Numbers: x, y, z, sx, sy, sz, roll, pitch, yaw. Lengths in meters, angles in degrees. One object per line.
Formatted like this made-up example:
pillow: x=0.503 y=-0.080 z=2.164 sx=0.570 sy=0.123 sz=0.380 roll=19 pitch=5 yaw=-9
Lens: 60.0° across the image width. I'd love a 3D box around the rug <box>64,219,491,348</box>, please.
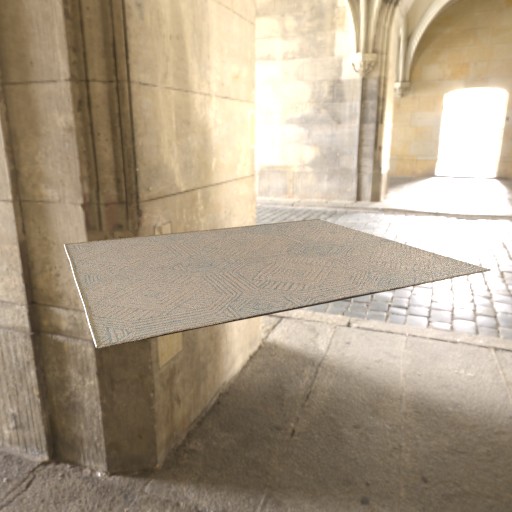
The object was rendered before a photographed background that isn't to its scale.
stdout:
rug: x=0.000 y=0.000 z=3.998 sx=3.049 sy=0.015 sz=2.457 roll=-8 pitch=17 yaw=-25
